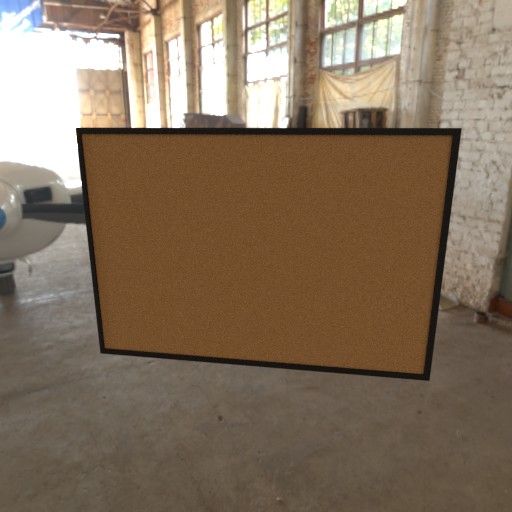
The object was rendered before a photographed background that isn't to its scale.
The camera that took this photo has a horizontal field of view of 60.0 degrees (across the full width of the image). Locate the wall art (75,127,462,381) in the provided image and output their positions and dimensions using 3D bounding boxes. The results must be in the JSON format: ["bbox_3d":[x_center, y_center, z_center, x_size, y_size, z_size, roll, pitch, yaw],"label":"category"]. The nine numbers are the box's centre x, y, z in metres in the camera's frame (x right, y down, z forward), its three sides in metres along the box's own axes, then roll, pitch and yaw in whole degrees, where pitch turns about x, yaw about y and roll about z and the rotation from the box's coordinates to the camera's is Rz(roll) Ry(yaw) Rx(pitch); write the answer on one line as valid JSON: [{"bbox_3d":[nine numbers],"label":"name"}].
[{"bbox_3d":[0.000,0.000,1.196,0.963,0.665,0.013,3,17,9],"label":"wall art"}]
